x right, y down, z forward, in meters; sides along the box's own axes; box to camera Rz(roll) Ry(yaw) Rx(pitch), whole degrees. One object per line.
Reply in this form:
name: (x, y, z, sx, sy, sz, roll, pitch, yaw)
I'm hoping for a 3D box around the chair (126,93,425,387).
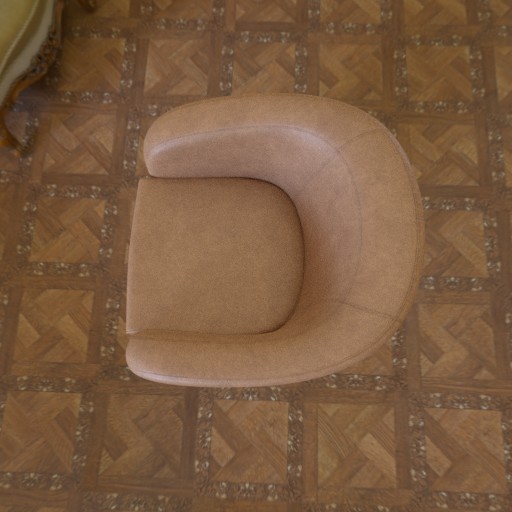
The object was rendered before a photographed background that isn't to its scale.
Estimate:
chair: (0.000, 0.000, 1.418, 0.815, 0.771, 0.791, 1, 76, 0)
